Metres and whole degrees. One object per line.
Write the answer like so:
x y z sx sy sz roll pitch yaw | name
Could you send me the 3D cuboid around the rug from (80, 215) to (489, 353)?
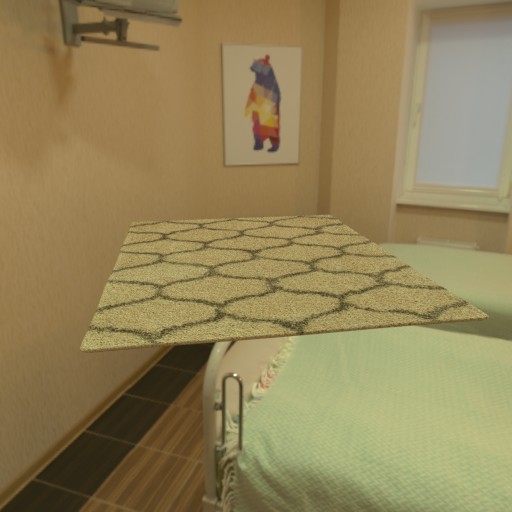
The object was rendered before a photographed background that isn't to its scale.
0.000 0.000 3.914 2.399 0.026 3.000 -3 18 -9 | rug
